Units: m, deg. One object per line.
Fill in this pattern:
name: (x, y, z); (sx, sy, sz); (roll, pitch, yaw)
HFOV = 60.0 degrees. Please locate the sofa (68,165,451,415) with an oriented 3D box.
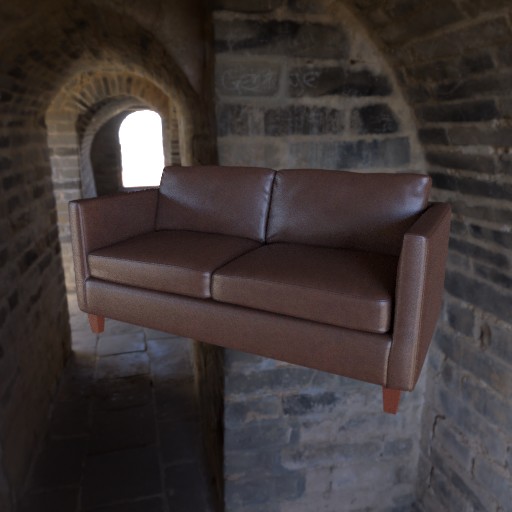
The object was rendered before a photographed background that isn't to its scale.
sofa: (0.000, 0.000, 2.446); (1.883, 0.933, 0.951); (8, 17, 27)
